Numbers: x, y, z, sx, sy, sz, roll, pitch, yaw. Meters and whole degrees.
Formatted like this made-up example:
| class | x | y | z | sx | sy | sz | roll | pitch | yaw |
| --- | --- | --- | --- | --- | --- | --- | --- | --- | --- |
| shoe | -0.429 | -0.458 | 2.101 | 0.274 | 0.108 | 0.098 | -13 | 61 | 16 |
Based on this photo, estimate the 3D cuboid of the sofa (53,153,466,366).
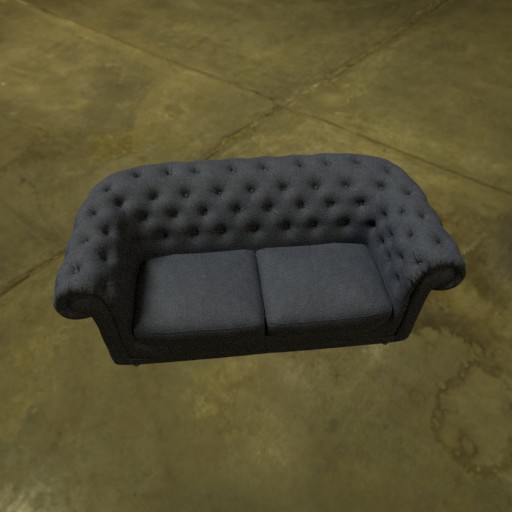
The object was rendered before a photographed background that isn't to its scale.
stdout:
| class | x | y | z | sx | sy | sz | roll | pitch | yaw |
| --- | --- | --- | --- | --- | --- | --- | --- | --- | --- |
| sofa | 0.000 | 0.000 | 2.635 | 1.988 | 0.833 | 1.082 | -4 | 47 | -4 |
